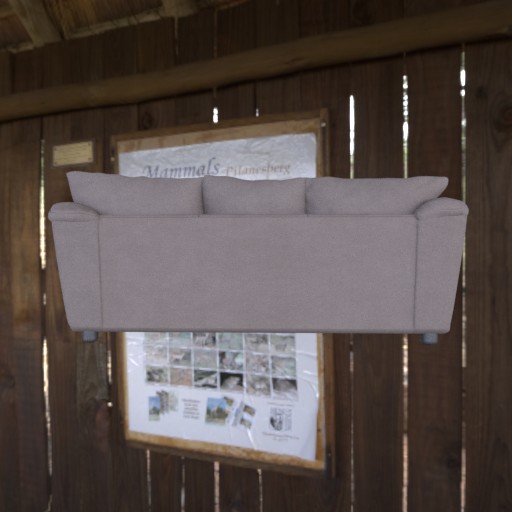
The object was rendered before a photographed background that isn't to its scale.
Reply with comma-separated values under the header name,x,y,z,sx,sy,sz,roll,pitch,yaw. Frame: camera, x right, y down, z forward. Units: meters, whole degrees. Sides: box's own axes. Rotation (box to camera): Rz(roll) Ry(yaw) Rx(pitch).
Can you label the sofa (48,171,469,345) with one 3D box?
name,x,y,z,sx,sy,sz,roll,pitch,yaw
sofa,0.000,0.000,2.784,2.377,0.981,0.893,0,1,2
